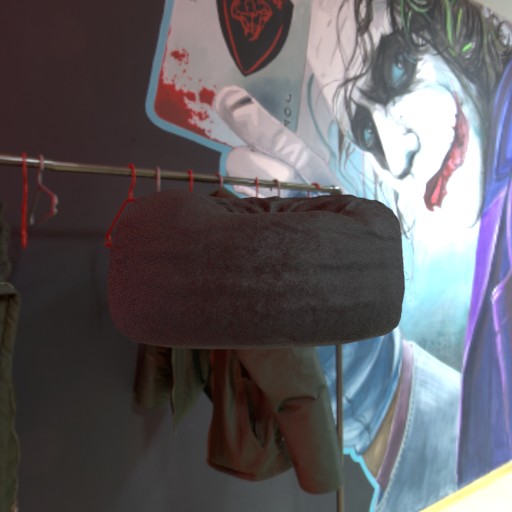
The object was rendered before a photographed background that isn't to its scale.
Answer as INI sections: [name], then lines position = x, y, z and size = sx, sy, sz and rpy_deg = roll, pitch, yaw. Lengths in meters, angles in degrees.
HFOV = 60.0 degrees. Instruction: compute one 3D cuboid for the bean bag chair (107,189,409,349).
[bean bag chair]
position = 0.000, 0.000, 2.390
size = 1.525, 0.751, 1.525
rpy_deg = 0, 1, 0
